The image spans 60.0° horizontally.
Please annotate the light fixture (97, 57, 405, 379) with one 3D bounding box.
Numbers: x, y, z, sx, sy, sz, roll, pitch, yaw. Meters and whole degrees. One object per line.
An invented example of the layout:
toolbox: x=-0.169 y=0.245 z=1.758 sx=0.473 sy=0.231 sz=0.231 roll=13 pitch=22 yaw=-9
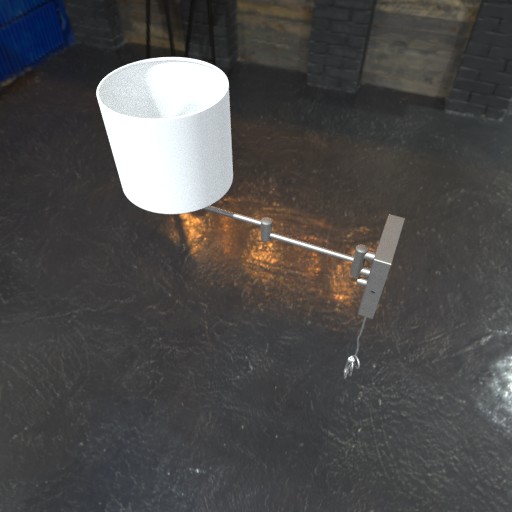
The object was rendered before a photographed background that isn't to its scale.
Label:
light fixture: x=0.000 y=0.000 z=0.888 sx=0.516 sy=0.651 sz=0.203 roll=18 pitch=50 yaw=15
